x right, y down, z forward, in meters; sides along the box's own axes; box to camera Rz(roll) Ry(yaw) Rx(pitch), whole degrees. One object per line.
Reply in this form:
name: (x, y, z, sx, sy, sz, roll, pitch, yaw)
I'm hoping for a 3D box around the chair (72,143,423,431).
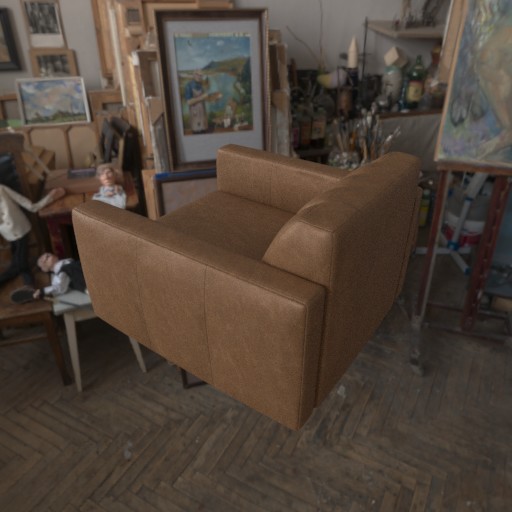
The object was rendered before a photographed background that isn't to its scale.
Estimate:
chair: (0.000, 0.000, 1.746, 0.998, 0.819, 0.953, 21, 37, 30)
